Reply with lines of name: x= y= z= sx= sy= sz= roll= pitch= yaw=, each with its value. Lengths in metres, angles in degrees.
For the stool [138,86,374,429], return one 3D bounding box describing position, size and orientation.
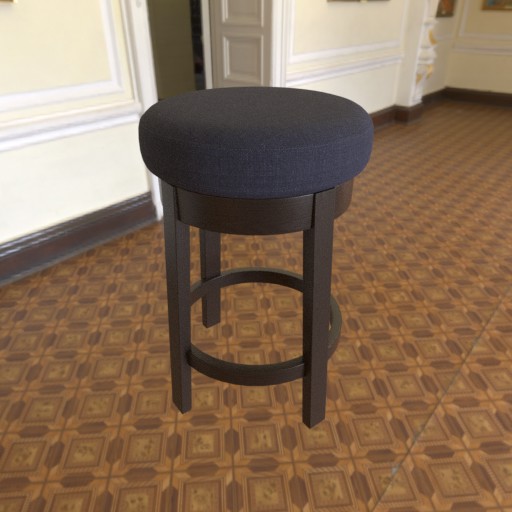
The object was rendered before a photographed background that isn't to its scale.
stool: x=0.000 y=0.000 z=0.965 sx=0.449 sy=0.655 sz=0.449 roll=0 pitch=30 yaw=0
